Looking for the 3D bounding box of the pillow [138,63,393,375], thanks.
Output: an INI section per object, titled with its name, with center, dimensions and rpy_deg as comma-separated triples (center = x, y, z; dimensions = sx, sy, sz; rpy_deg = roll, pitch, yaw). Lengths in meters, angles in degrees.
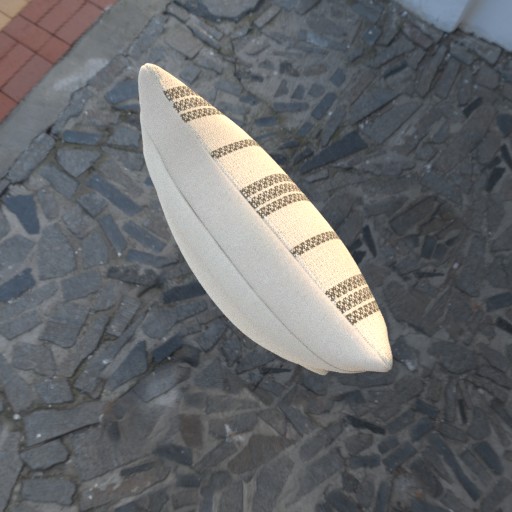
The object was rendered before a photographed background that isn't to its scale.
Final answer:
[pillow]
center = 0.000, 0.000, 0.629
dimensions = 0.173, 0.406, 0.405
rpy_deg = -36, 78, -9
